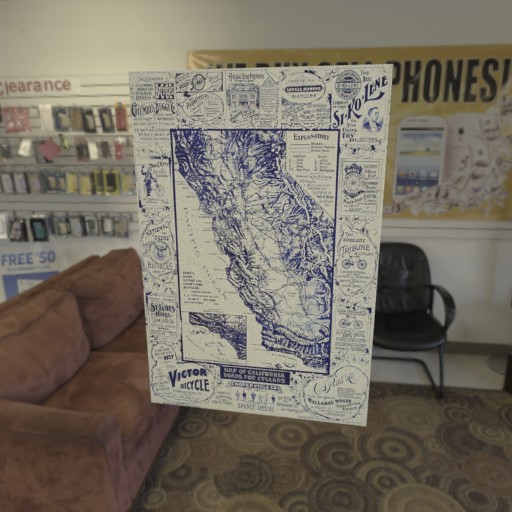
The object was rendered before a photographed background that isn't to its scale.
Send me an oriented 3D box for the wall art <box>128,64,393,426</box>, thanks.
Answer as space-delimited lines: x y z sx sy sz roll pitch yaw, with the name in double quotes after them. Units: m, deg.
0.000 0.000 0.768 0.408 0.601 0.040 3 15 10 "wall art"
